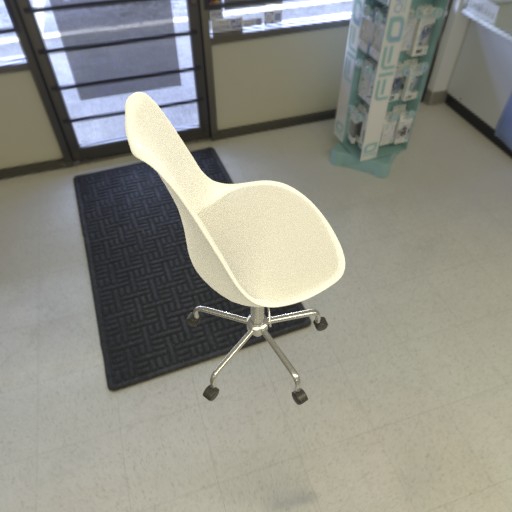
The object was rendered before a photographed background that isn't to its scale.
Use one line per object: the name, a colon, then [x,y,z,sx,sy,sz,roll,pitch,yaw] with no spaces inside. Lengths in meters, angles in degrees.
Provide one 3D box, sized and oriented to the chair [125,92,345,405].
chair: [0.000,0.000,1.279,0.550,0.930,0.550,-11,48,-11]
